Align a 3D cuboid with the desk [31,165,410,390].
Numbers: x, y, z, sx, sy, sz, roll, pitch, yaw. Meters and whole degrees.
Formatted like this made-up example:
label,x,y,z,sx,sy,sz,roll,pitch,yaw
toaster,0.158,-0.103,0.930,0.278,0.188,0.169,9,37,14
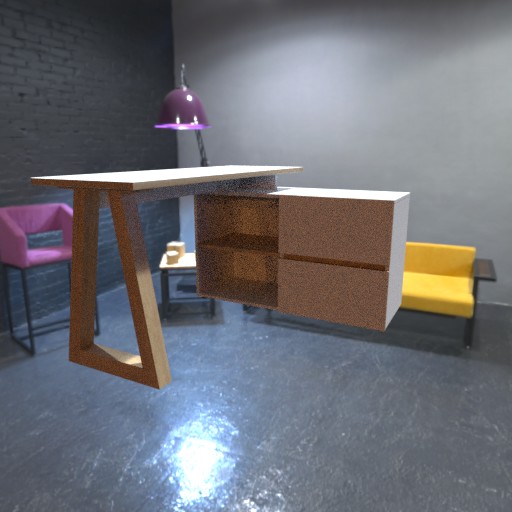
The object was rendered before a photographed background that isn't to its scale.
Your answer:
label,x,y,z,sx,sy,sz,roll,pitch,yaw
desk,0.000,0.000,2.040,1.098,0.755,1.404,7,15,27
